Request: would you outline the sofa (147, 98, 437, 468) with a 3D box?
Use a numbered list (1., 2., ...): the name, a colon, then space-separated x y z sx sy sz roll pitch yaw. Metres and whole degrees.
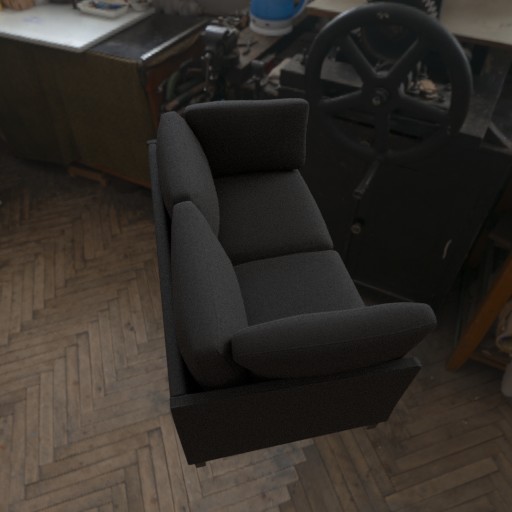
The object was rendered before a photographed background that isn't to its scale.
1. sofa: 0.000 0.000 2.308 0.969 0.920 1.751 -9 48 -8
